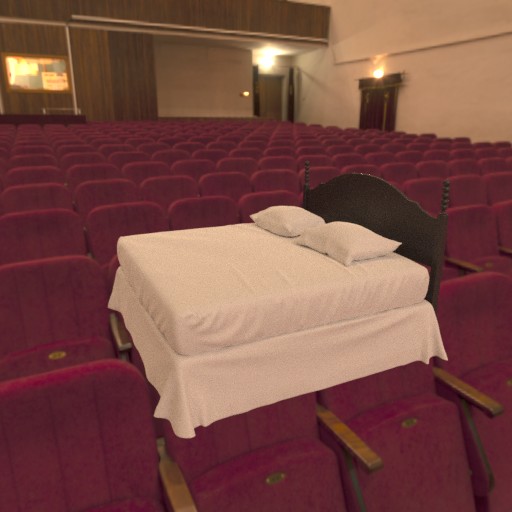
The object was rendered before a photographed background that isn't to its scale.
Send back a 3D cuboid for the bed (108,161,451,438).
[{"bbox_3d":[0.000,0.000,3.709,2.219,1.355,2.322,-8,18,-25],"label":"bed"}]
